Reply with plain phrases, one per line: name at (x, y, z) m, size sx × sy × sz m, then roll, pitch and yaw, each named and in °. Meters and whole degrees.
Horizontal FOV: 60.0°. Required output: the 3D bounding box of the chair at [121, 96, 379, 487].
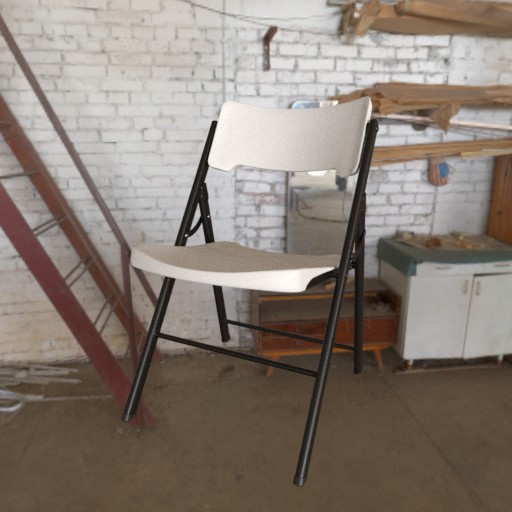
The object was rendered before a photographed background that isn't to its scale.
chair at (0.000, 0.000, 1.106) m, size 0.482 × 0.765 × 0.577 m, roll 8°, pitch 18°, yaw 26°
